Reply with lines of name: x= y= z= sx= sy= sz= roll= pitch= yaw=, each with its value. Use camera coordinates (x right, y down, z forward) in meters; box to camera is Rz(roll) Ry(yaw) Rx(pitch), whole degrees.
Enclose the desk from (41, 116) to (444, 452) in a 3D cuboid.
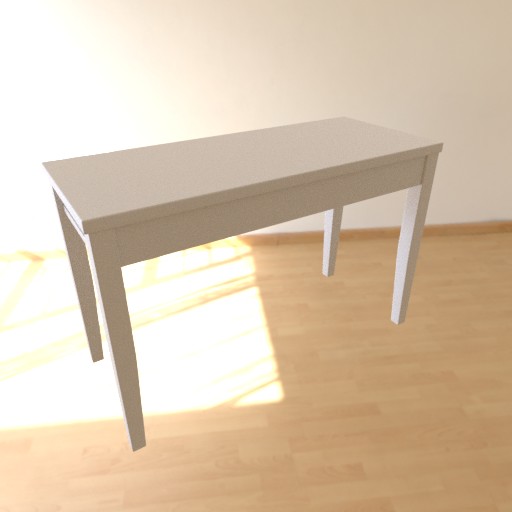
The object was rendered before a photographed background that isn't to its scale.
desk: x=0.000 y=0.000 z=1.624 sx=1.220 sy=0.775 sz=0.508 roll=-17 pitch=33 yaw=-28
